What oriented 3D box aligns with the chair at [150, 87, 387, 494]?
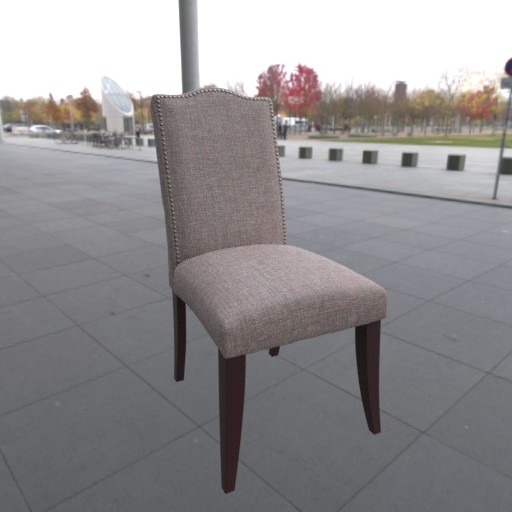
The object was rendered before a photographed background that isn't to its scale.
[{"bbox_3d":[0.000,0.000,1.367,0.513,1.016,0.660,-8,19,-26],"label":"chair"}]
